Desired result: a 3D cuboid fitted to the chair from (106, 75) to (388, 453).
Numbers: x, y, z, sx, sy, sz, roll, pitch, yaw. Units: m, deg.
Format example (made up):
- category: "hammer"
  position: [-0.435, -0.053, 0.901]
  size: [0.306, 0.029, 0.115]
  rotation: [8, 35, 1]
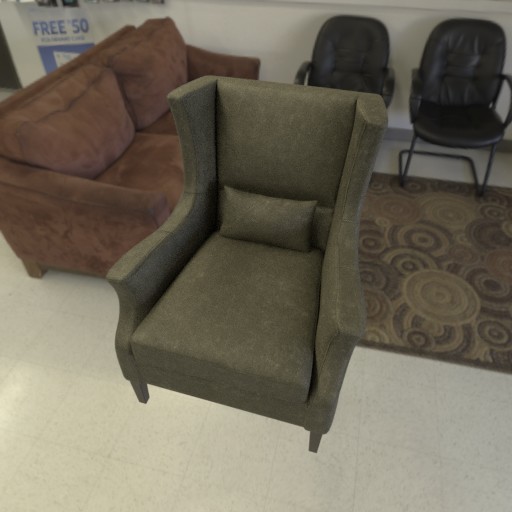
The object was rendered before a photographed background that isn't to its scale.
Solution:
- category: "chair"
  position: [0.000, 0.000, 1.662]
  size: [0.853, 1.016, 0.926]
  rotation: [11, 43, 12]
